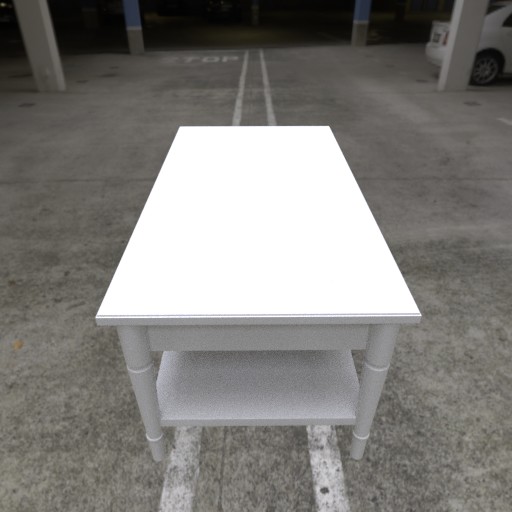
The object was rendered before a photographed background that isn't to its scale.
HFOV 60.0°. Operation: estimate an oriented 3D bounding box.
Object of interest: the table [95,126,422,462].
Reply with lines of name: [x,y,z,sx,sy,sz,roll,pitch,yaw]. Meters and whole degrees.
table: [0.000,0.000,1.327,0.559,0.457,1.067,0,33,0]
